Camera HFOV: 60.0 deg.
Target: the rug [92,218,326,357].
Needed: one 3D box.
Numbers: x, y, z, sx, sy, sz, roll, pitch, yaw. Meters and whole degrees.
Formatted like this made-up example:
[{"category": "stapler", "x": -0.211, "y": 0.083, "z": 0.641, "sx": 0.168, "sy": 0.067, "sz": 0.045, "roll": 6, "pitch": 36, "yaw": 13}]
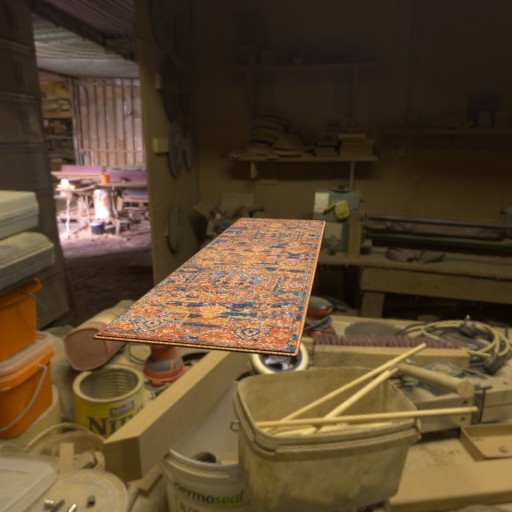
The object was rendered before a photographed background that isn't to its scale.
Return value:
[{"category": "rug", "x": 0.000, "y": 0.000, "z": 2.005, "sx": 0.556, "sy": 0.013, "sz": 1.820, "roll": 3, "pitch": 15, "yaw": 10}]
